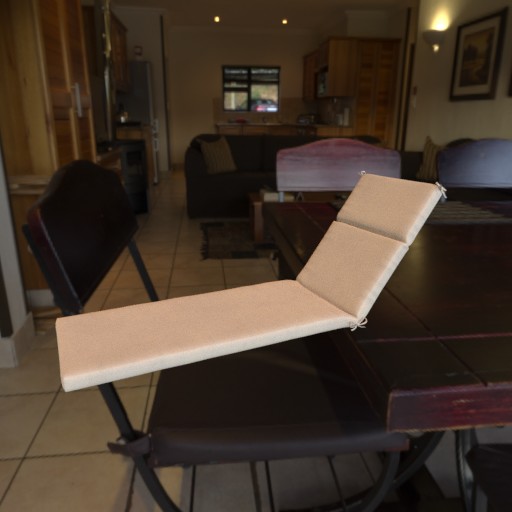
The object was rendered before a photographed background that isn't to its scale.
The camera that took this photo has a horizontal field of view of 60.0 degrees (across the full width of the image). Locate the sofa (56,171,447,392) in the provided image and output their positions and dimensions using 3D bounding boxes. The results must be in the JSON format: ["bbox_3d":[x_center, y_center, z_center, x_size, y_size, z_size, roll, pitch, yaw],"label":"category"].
[{"bbox_3d":[0.000,0.000,1.946,1.663,0.622,0.582,-8,19,-24],"label":"sofa"}]
